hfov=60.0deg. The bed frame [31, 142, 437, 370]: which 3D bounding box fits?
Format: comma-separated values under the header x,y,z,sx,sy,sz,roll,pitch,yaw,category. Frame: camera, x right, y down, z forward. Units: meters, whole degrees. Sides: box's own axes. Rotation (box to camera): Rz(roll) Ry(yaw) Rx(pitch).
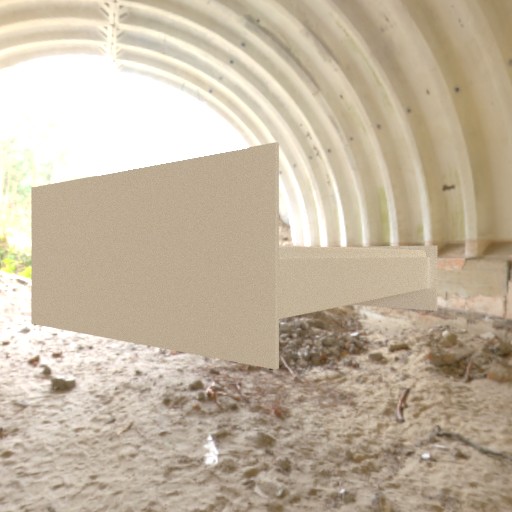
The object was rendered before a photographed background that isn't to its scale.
x,y,z,sx,sy,sz,roll,pitch,yaw,category
0.000,0.000,2.884,1.720,0.800,2.060,0,0,37,bed frame
